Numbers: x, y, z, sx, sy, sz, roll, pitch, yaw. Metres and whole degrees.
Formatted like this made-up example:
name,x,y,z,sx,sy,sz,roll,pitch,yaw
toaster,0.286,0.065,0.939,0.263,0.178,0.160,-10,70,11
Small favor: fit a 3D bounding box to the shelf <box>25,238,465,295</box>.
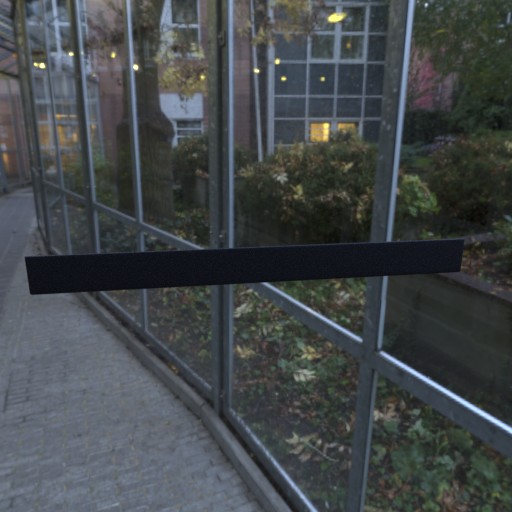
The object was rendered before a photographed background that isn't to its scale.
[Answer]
name,x,y,z,sx,sy,sz,roll,pitch,yaw
shelf,0.000,0.000,0.658,0.605,0.053,0.102,-3,16,-9
